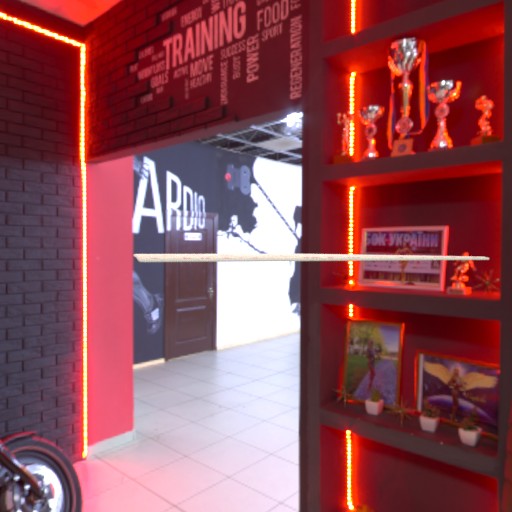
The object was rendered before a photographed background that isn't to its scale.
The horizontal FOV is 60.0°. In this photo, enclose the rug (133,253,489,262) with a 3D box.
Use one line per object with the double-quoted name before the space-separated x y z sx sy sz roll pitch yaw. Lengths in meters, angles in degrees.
"rug" 0.000 0.000 2.307 1.219 0.012 1.839 0 1 -16
